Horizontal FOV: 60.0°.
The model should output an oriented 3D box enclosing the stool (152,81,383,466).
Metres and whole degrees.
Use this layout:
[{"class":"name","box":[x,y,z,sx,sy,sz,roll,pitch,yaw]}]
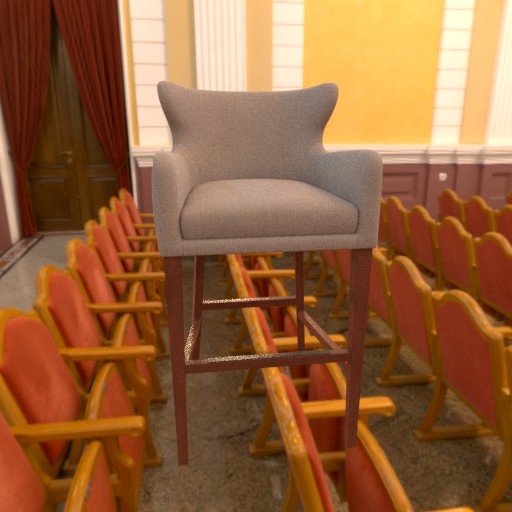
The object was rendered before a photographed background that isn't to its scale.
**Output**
[{"class":"stool","box":[0.000,0.000,1.400,0.575,1.047,0.575,-2,18,-8]}]
